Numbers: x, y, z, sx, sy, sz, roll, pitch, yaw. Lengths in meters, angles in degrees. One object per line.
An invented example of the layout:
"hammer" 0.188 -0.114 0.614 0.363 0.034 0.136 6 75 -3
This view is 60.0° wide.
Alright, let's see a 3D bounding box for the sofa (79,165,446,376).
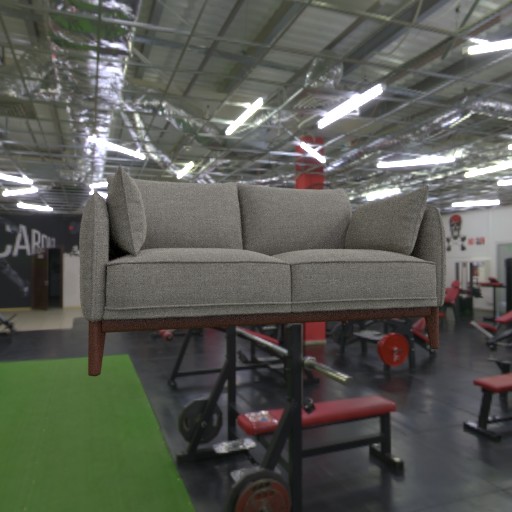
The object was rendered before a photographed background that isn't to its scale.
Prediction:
"sofa" 0.000 0.000 2.161 1.580 0.851 0.972 0 0 -18
